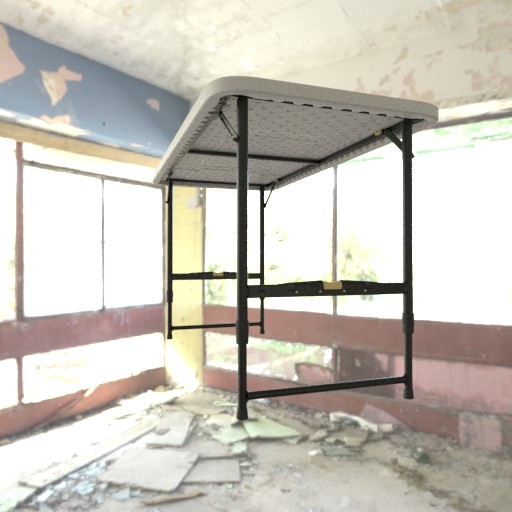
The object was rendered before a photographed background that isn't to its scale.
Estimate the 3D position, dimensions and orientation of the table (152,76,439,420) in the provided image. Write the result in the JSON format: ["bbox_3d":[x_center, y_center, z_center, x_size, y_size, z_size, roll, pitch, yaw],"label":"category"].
[{"bbox_3d":[0.000,0.000,1.570,0.610,0.737,1.219,0,-1,-19],"label":"table"}]
